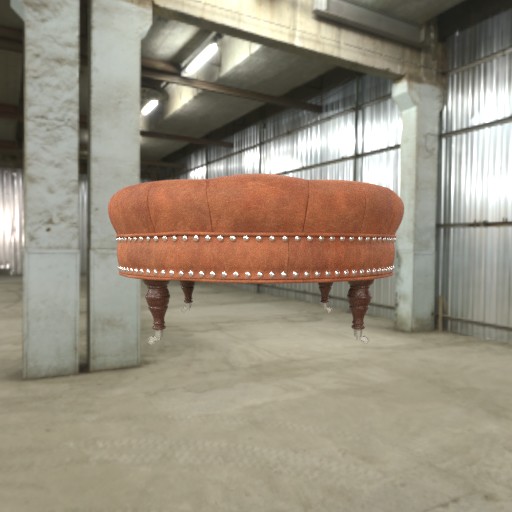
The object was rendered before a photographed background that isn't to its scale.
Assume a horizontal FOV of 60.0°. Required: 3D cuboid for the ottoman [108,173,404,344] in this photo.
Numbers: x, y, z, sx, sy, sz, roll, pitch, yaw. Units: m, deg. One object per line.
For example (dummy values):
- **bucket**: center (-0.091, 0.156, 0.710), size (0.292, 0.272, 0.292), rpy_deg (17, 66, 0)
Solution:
- **ottoman**: center (0.000, 0.000, 1.423), size (0.901, 0.444, 0.901), rpy_deg (0, 1, 0)
